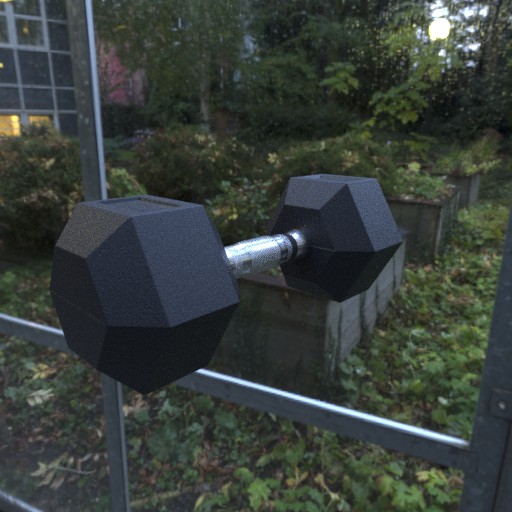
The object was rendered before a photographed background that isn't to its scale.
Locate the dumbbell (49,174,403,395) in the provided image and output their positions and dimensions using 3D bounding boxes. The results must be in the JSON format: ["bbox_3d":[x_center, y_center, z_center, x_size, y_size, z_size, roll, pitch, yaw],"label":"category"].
[{"bbox_3d":[0.000,0.000,0.405,0.142,0.123,0.337,15,22,42],"label":"dumbbell"}]
